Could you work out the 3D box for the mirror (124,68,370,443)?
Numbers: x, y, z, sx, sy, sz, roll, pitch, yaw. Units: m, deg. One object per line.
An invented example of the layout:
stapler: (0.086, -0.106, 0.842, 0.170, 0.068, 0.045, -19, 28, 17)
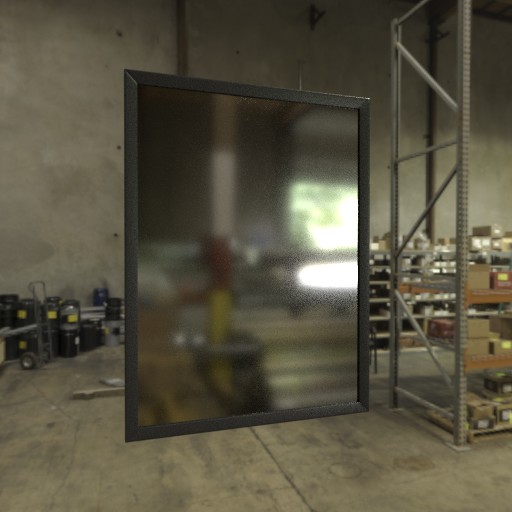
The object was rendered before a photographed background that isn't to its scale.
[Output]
mirror: (0.000, 0.000, 1.339, 0.762, 1.016, 0.040, 0, 1, -18)
